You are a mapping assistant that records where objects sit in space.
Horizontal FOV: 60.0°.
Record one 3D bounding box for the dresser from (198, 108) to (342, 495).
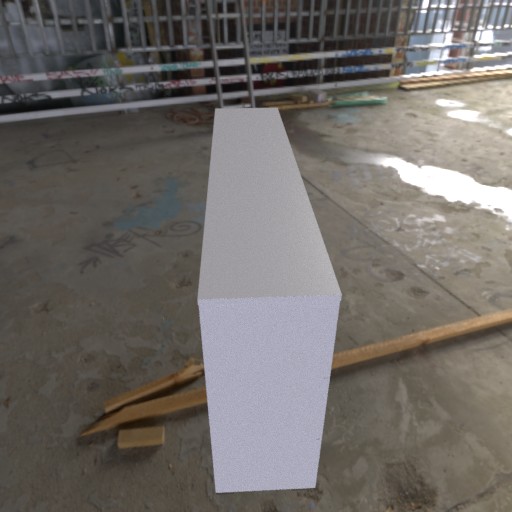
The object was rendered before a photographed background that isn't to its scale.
[{"bbox_3d":[0.000,0.000,1.826,0.333,0.790,1.535,-2,33,-2],"label":"dresser"}]
